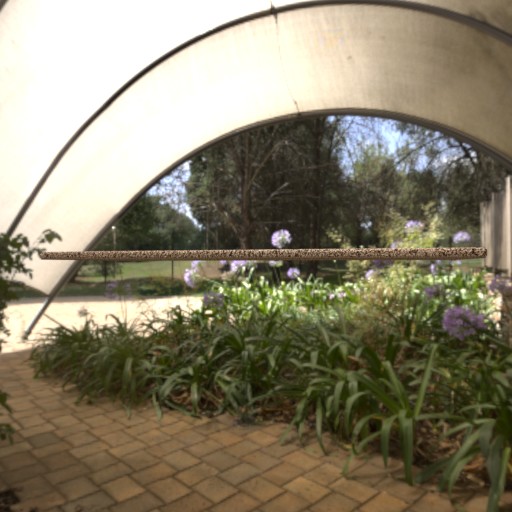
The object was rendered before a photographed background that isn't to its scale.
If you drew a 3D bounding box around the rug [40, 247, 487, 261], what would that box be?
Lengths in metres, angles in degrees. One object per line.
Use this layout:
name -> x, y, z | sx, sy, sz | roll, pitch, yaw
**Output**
rug -> 0.000, 0.000, 1.732 | 1.524, 0.030, 0.609 | 0, -1, 17
